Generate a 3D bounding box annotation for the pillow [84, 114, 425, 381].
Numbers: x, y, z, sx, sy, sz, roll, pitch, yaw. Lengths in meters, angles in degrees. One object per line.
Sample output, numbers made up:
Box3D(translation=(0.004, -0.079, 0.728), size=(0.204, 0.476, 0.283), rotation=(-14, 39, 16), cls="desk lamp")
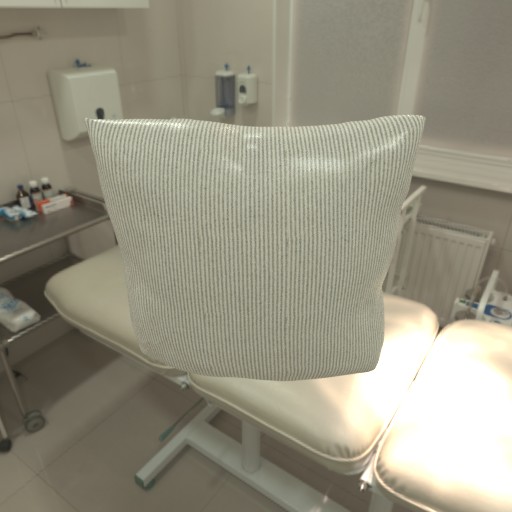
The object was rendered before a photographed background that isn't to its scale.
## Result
Box3D(translation=(0.000, 0.000, 0.688), size=(0.387, 0.432, 0.310), rotation=(18, 34, 30), cls="pillow")
